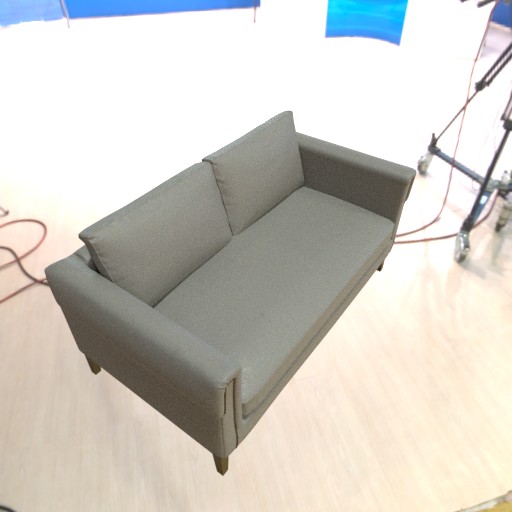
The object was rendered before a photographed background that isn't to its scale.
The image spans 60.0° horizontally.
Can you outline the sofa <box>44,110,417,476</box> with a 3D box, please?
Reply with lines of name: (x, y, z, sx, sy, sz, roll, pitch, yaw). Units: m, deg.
sofa: (0.000, 0.000, 2.140, 0.899, 0.873, 1.598, 26, 47, 27)
